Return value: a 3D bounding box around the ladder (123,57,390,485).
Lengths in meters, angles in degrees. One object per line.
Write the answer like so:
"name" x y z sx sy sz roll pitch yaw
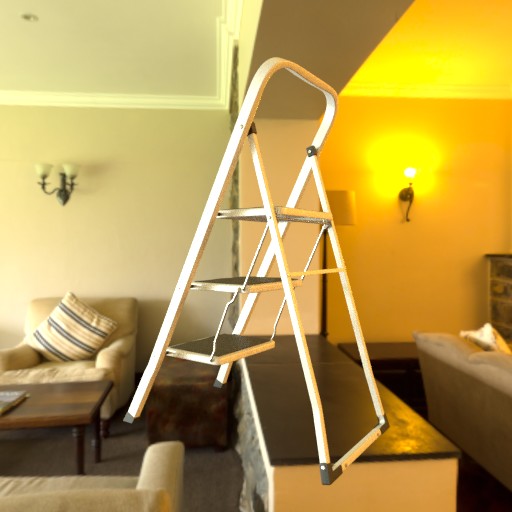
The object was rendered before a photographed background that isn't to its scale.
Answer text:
"ladder" 0.000 0.000 1.379 0.711 1.050 0.460 1 1 36
